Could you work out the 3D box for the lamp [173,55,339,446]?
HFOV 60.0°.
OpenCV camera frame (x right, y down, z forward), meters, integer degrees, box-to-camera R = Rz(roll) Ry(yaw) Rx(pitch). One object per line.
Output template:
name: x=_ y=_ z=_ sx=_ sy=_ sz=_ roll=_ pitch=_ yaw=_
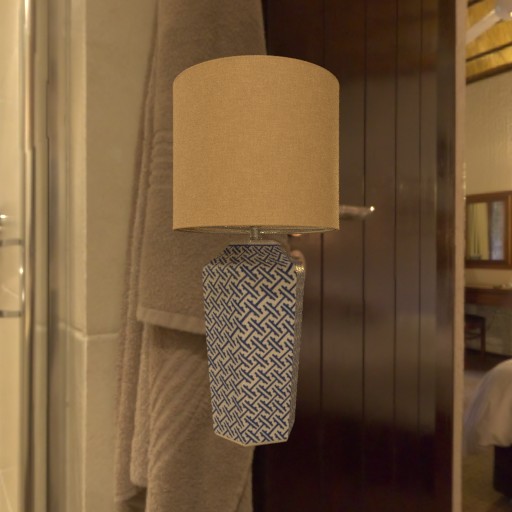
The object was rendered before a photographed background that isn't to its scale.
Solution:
lamp: x=0.000 y=0.000 z=0.867 sx=0.320 sy=0.682 sz=0.320 roll=0 pitch=0 yaw=18
